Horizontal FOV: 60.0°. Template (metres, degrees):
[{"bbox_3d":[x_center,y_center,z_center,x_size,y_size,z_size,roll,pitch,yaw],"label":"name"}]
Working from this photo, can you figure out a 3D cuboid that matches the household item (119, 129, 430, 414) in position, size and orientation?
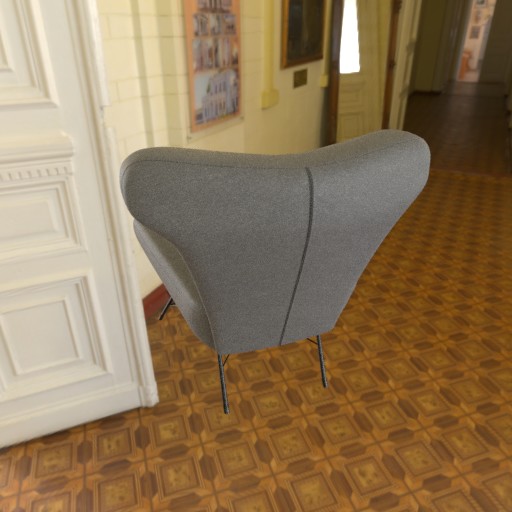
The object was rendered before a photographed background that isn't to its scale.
[{"bbox_3d":[0.000,0.000,1.794,0.980,1.050,0.900,-9,29,-17],"label":"household item"}]
